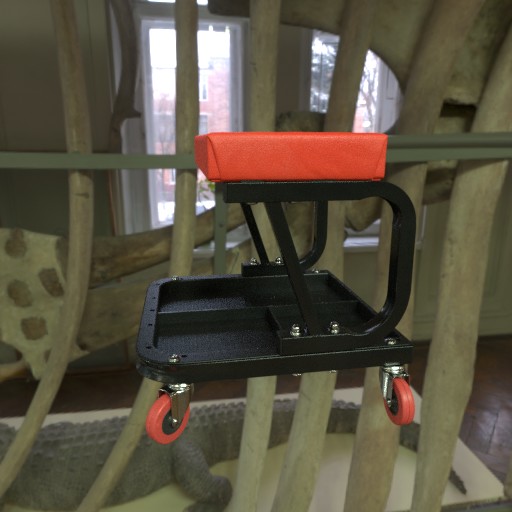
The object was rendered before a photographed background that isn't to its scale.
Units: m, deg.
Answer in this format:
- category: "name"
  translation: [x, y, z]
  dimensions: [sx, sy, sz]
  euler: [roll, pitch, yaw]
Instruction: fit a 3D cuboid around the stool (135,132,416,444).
- category: "stool"
  translation: [0.000, 0.000, 0.715]
  dimensions: [0.371, 0.380, 0.446]
  euler: [-2, 15, -9]
